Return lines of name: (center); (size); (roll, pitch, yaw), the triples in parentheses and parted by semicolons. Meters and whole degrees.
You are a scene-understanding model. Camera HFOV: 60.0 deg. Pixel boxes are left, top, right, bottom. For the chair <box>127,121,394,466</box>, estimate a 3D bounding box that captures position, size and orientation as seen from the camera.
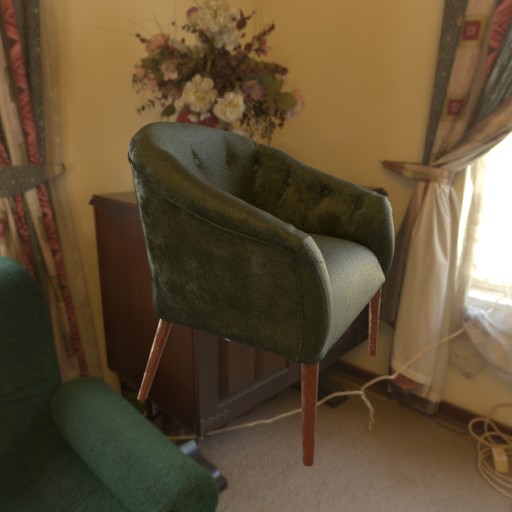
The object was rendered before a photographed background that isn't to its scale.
chair: (0.000, 0.000, 1.507); (0.776, 0.885, 0.851); (8, 17, 27)
